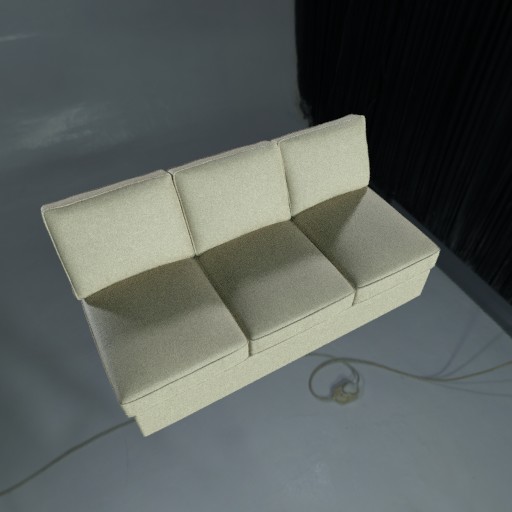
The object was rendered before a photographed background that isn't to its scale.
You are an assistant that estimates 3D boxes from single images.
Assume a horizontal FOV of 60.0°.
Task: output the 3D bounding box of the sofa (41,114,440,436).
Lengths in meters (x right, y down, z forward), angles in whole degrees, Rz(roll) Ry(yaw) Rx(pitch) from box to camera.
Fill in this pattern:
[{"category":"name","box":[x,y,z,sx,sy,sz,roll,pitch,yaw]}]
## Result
[{"category":"sofa","box":[0.000,0.000,2.551,1.962,0.973,1.027,-22,50,-20]}]
